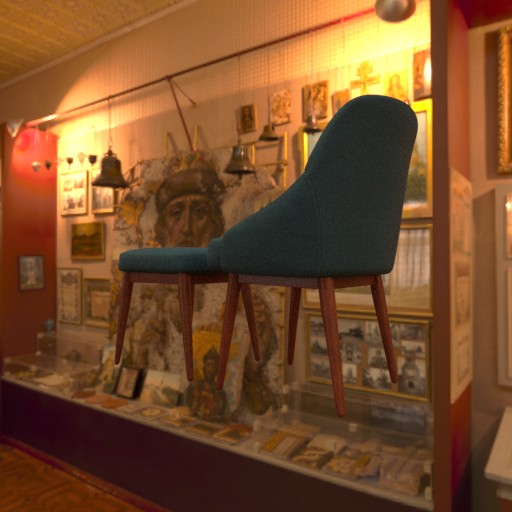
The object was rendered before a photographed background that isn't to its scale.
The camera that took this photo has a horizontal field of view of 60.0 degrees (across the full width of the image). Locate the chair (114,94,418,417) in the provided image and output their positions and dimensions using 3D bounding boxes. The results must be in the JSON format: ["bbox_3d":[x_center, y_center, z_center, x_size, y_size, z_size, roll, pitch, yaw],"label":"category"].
[{"bbox_3d":[0.000,0.000,1.606,1.114,0.866,0.584,0,-1,37],"label":"chair"}]
